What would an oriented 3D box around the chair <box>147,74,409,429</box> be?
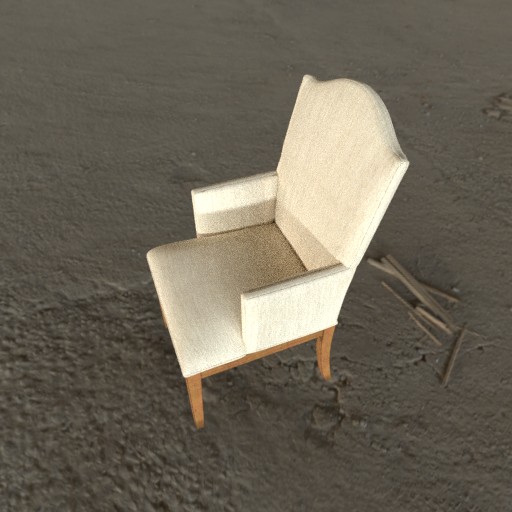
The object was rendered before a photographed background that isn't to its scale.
[{"bbox_3d":[0.000,0.000,1.410,0.641,1.016,0.533,-16,47,-15],"label":"chair"}]
